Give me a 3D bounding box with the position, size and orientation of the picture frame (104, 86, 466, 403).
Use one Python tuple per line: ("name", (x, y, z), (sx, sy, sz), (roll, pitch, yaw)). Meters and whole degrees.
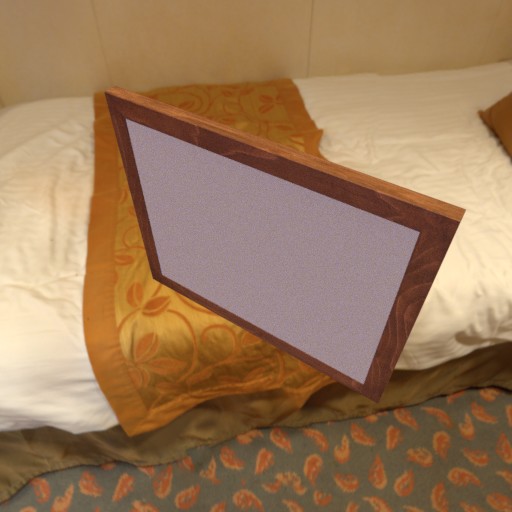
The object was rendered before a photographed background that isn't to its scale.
("picture frame", (0.000, 0.000, 0.772), (0.559, 0.457, 0.025), (25, 52, 22))
